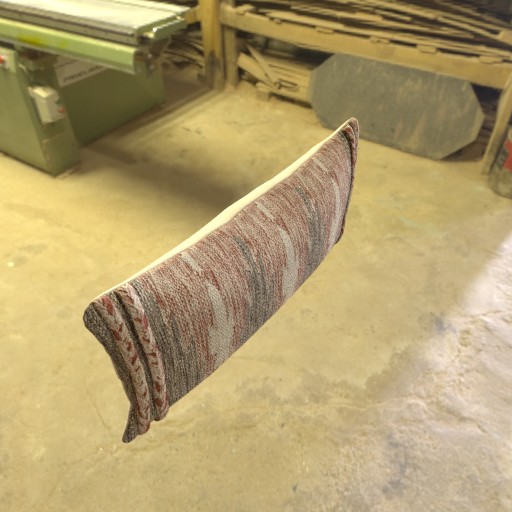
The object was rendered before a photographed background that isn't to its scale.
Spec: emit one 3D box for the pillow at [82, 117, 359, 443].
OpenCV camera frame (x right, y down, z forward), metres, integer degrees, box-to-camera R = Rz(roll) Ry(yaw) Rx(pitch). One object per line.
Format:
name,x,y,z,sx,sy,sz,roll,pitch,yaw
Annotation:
pillow,0.000,0.000,0.738,0.139,0.282,0.635,27,48,27
